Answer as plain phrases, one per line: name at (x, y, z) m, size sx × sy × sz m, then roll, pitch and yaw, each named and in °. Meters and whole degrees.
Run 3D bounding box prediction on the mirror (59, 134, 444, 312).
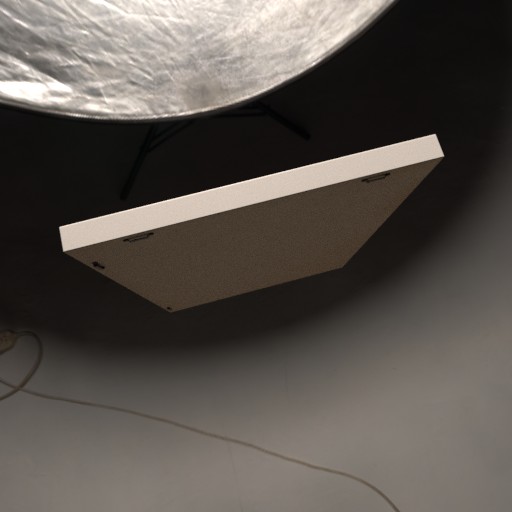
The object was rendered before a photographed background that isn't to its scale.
mirror at (0.000, 0.000, 0.919) m, size 0.507 × 0.710 × 0.039 m, roll -14°, pitch 77°, yaw -3°
